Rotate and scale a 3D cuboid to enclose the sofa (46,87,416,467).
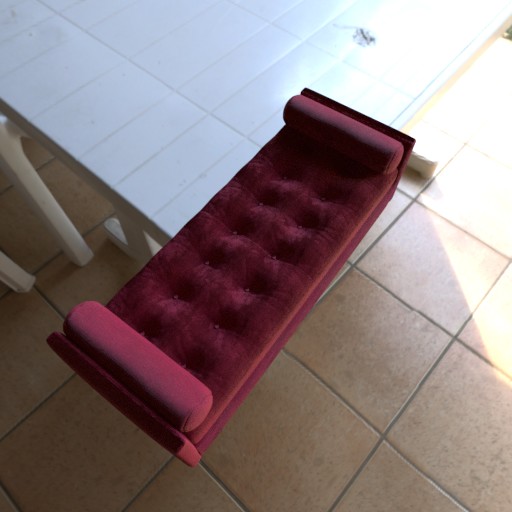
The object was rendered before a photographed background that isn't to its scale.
[{"bbox_3d":[0.000,0.000,2.491,0.796,0.705,2.102,32,64,18],"label":"sofa"}]
